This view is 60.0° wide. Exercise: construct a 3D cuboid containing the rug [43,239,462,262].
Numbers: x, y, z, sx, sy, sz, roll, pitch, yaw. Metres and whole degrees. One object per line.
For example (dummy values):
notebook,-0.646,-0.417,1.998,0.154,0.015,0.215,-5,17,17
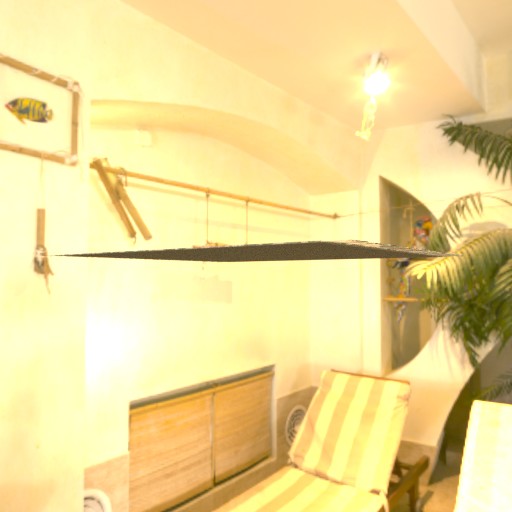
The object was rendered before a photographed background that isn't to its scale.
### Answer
rug,0.000,0.000,4.060,3.048,0.010,2.438,-2,-3,37
